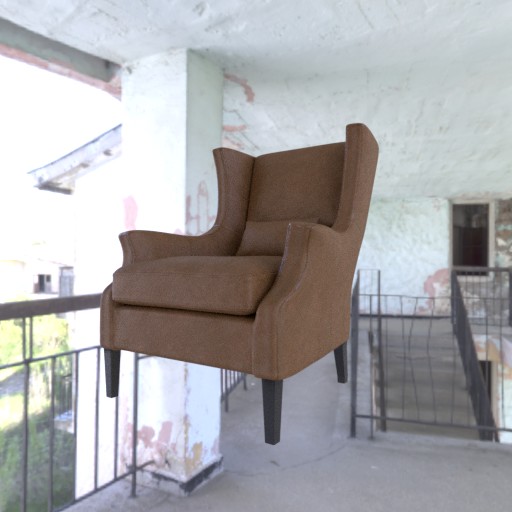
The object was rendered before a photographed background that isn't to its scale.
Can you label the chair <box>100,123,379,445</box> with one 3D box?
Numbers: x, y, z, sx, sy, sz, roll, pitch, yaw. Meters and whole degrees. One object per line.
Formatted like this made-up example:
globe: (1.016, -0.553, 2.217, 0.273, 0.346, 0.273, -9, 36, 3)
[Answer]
chair: (0.000, 0.000, 1.744, 0.852, 1.016, 0.925, 0, 0, 35)
